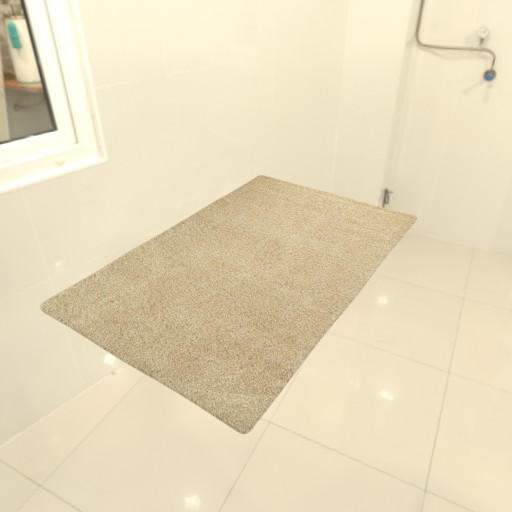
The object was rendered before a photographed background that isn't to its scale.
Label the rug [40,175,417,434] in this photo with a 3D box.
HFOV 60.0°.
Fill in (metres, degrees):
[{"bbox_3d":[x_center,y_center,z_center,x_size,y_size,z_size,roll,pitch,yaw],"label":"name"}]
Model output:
[{"bbox_3d":[0.000,0.000,3.043,1.500,0.025,2.349,21,38,28],"label":"rug"}]
